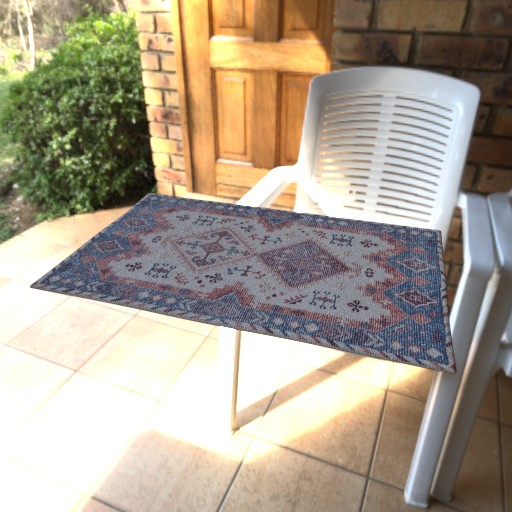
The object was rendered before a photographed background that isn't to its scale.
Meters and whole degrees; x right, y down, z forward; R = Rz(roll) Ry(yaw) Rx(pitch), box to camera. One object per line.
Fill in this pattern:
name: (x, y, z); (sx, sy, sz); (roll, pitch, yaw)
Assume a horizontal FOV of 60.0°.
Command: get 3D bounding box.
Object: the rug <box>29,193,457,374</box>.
rug: (0.000, 0.000, 3.036); (2.464, 0.023, 1.521); (9, 32, 14)
